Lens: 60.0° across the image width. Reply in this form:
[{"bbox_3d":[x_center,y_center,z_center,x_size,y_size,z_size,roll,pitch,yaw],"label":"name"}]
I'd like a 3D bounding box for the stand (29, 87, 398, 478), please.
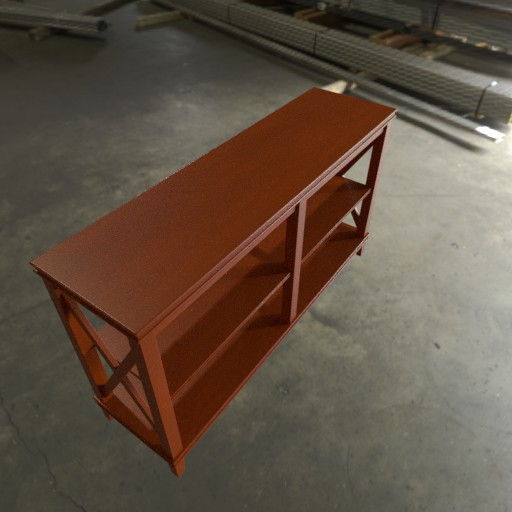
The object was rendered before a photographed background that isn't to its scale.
[{"bbox_3d":[0.000,0.000,1.669,0.381,0.762,1.372,26,48,26],"label":"stand"}]
